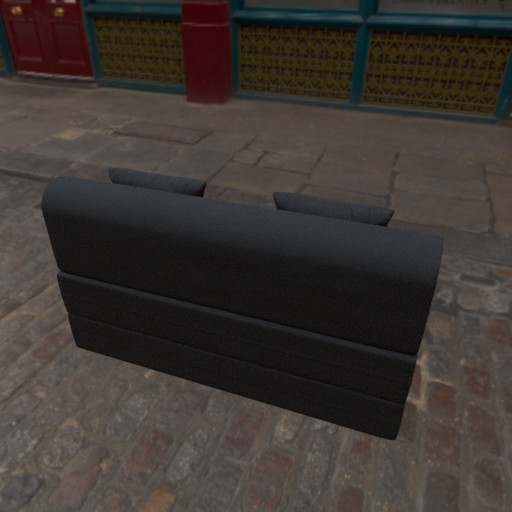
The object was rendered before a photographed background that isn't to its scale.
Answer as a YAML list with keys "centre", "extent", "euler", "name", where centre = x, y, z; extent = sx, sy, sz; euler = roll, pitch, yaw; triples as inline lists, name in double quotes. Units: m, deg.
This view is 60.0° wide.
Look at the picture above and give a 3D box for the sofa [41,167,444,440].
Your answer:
- centre: [0.000, 0.000, 1.683]
  extent: [1.225, 0.670, 0.762]
  euler: [11, 33, 17]
  name: "sofa"
